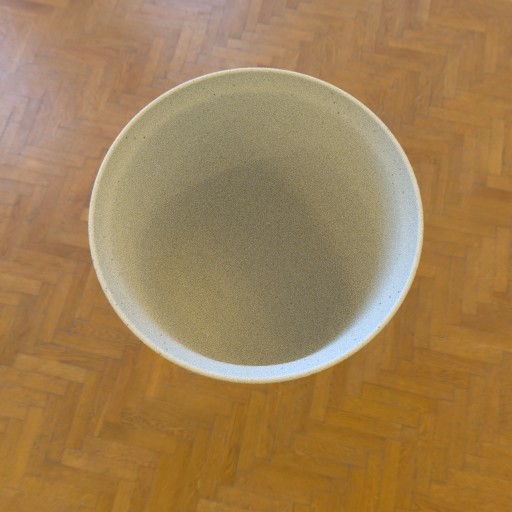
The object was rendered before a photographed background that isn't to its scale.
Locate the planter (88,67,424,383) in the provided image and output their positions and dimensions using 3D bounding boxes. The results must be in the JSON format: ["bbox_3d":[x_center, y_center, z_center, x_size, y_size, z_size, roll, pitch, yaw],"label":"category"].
[{"bbox_3d":[0.000,0.000,0.372,0.204,0.214,0.204,0,75,0],"label":"planter"}]
